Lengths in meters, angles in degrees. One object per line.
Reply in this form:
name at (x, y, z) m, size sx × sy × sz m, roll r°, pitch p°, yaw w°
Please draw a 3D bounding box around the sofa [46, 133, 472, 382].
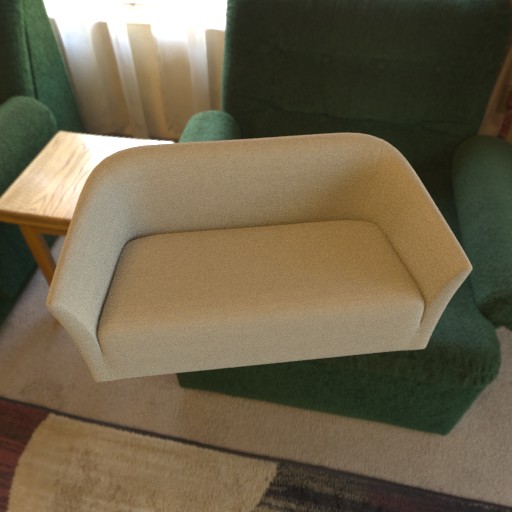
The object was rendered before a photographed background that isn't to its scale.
sofa at (0.000, 0.000, 1.875) m, size 1.452 × 0.721 × 0.705 m, roll -5°, pitch 47°, yaw -4°
